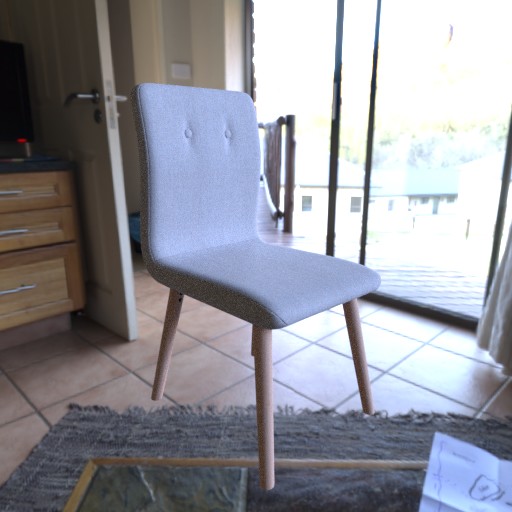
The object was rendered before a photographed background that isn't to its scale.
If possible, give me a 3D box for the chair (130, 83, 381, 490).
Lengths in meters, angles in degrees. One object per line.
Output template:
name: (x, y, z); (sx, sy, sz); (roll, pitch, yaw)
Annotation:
chair: (0.000, 0.000, 1.187); (0.435, 0.885, 0.550); (-13, 20, -41)
